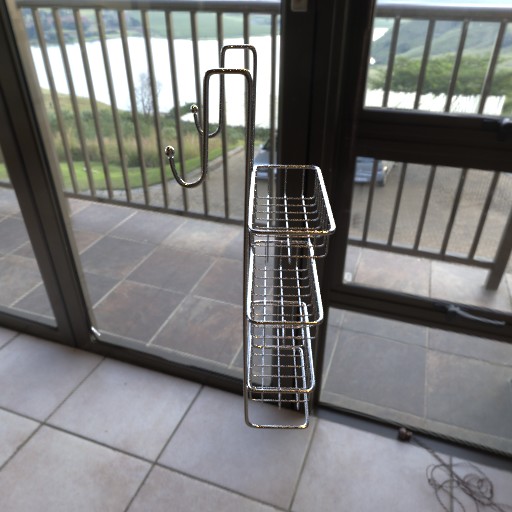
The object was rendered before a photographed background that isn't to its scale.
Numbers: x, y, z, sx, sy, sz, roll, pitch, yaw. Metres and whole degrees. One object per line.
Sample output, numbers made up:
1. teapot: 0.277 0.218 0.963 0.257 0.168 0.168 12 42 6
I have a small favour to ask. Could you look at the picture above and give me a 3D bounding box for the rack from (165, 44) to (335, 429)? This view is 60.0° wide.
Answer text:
1. rack: 0.000 0.000 0.688 0.202 0.574 0.228 1 32 1
